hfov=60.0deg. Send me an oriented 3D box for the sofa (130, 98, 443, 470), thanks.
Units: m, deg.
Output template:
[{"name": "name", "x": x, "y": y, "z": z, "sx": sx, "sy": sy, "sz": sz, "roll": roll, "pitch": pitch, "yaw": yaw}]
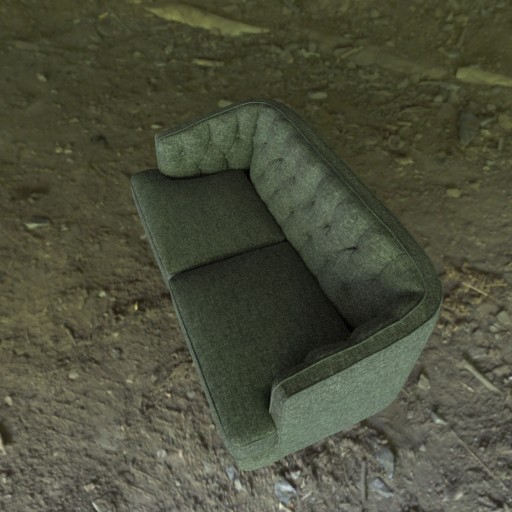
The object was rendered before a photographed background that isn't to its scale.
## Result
[{"name": "sofa", "x": 0.000, "y": 0.000, "z": 2.233, "sx": 0.941, "sy": 0.855, "sz": 1.733, "roll": -17, "pitch": 50, "yaw": -15}]
